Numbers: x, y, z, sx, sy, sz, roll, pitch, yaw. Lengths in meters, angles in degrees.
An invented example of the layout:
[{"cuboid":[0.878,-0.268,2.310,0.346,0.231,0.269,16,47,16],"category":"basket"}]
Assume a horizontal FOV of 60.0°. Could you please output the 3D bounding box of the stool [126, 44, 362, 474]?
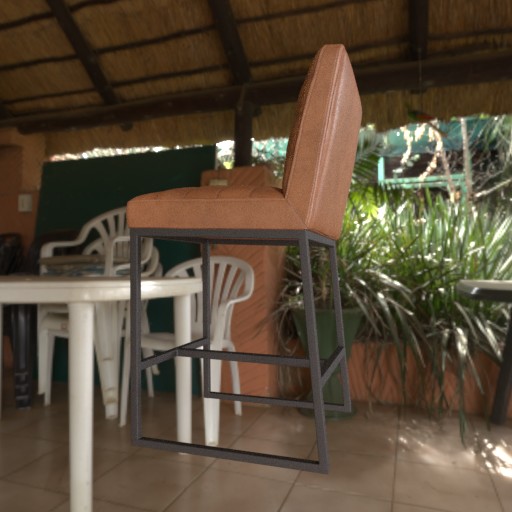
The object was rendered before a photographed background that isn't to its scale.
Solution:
[{"cuboid":[0.000,0.000,1.231,0.556,0.940,0.458,0,-1,18],"category":"stool"}]
